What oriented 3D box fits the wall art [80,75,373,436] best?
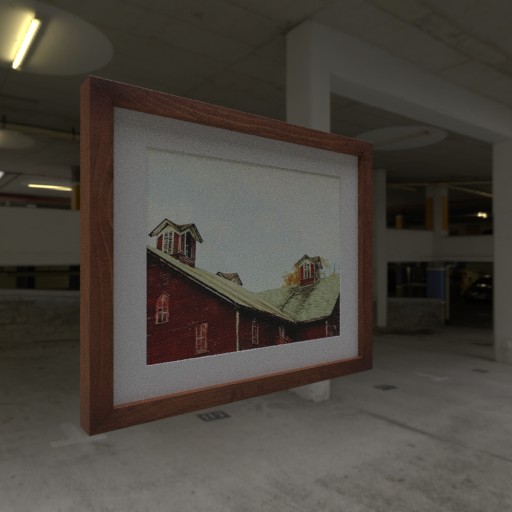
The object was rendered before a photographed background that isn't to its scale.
[{"bbox_3d":[0.000,0.000,0.535,0.401,0.328,0.030,0,0,-37],"label":"wall art"}]
